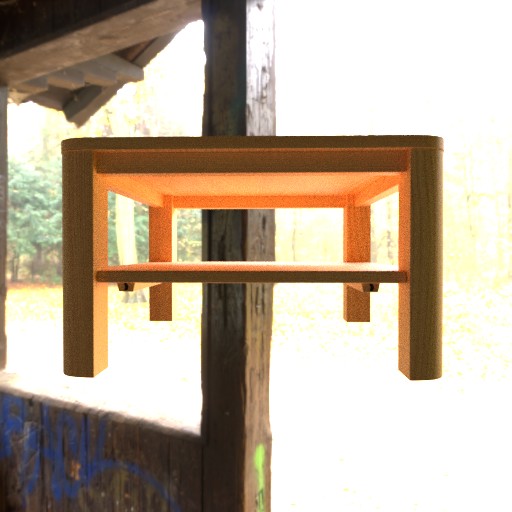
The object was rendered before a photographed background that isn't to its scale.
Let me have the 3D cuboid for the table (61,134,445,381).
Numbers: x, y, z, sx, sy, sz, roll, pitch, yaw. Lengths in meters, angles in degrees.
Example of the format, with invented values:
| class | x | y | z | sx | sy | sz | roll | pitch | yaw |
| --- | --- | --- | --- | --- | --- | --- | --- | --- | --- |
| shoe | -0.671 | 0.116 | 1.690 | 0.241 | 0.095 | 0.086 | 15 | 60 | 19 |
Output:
| class | x | y | z | sx | sy | sz | roll | pitch | yaw |
| --- | --- | --- | --- | --- | --- | --- | --- | --- | --- |
| table | 0.000 | 0.000 | 1.190 | 0.750 | 0.450 | 0.750 | 0 | 1 | 2 |
